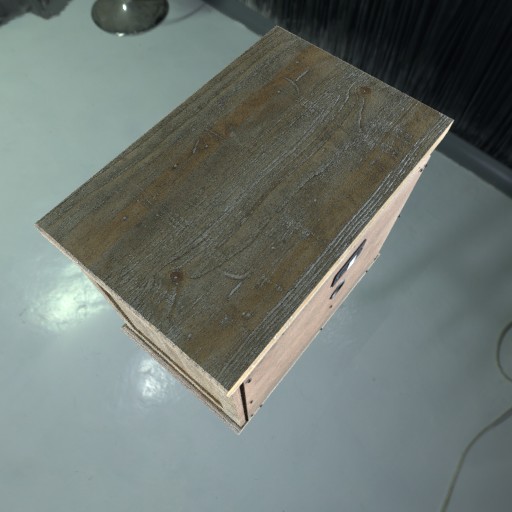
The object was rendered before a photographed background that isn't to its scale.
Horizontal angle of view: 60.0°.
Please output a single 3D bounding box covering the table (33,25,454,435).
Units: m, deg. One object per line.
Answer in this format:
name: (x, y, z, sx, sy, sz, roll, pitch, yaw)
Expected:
table: (0.000, 0.000, 1.133, 0.457, 0.711, 0.686, 36, 69, 17)
